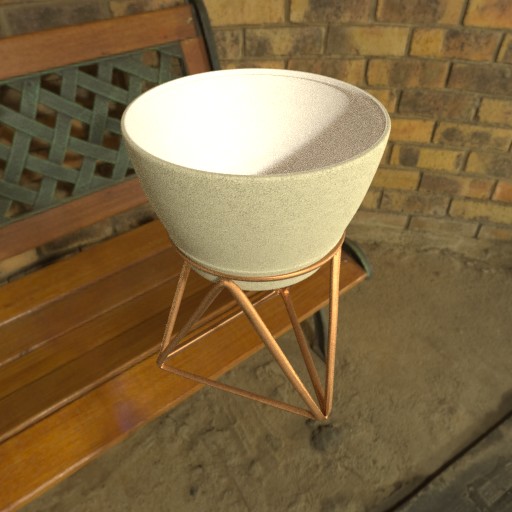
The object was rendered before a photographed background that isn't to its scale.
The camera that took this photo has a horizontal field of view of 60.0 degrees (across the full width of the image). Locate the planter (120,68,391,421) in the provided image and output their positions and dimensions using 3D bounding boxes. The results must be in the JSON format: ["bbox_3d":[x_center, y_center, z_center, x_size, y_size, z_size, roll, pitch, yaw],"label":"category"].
[{"bbox_3d":[0.000,0.000,0.748,0.350,0.504,0.350,13,42,15],"label":"planter"}]
